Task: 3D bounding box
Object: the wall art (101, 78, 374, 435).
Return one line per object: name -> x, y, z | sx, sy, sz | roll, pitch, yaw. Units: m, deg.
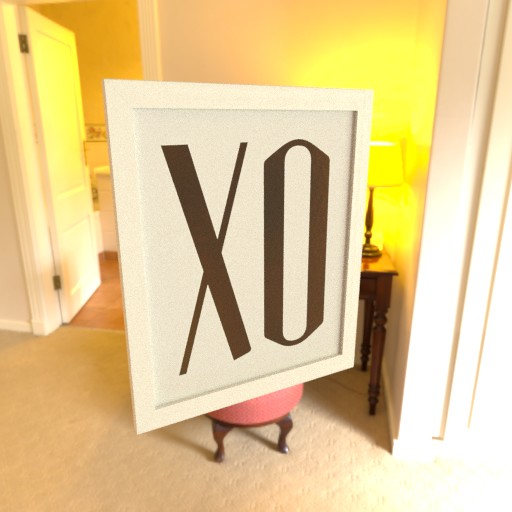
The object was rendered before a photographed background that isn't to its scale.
wall art -> 0.000, 0.000, 0.744 | 0.444, 0.536, 0.020 | -9, 19, -26
